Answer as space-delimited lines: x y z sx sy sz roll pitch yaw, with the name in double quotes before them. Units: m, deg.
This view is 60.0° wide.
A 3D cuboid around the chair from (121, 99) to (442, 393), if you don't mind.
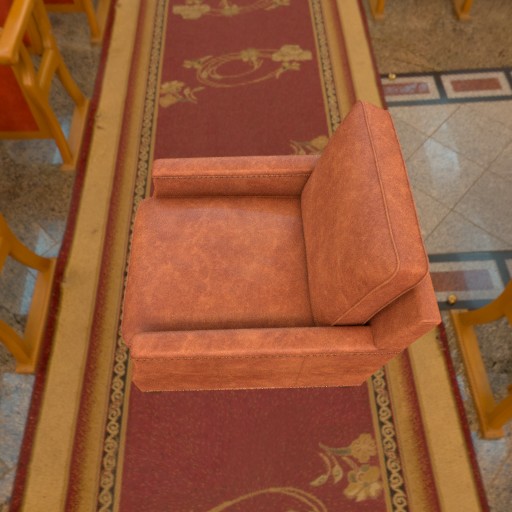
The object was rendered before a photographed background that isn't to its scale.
"chair" 0.000 0.000 1.712 1.014 0.943 0.853 -1 60 -1
